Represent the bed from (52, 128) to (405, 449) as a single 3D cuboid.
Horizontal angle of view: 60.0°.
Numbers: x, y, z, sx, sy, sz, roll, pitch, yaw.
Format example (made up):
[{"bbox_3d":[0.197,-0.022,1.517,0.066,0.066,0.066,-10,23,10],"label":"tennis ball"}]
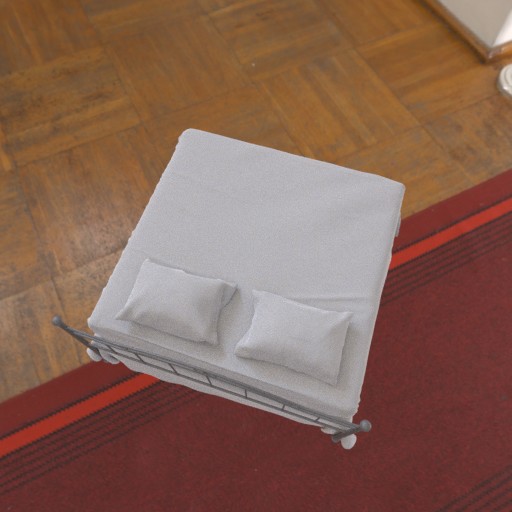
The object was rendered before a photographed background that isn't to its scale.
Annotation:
[{"bbox_3d":[0.000,0.000,3.550,2.309,1.080,2.220,17,65,8],"label":"bed"}]
